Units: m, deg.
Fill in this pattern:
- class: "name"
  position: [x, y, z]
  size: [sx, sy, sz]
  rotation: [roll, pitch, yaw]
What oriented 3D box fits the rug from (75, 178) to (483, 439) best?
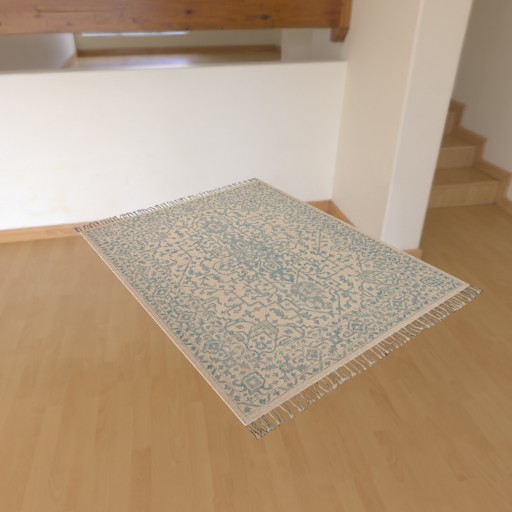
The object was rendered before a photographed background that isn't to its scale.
- class: "rug"
  position: [0.000, 0.000, 4.324]
  size: [2.464, 0.010, 3.327]
  rotation: [-21, 38, -31]
